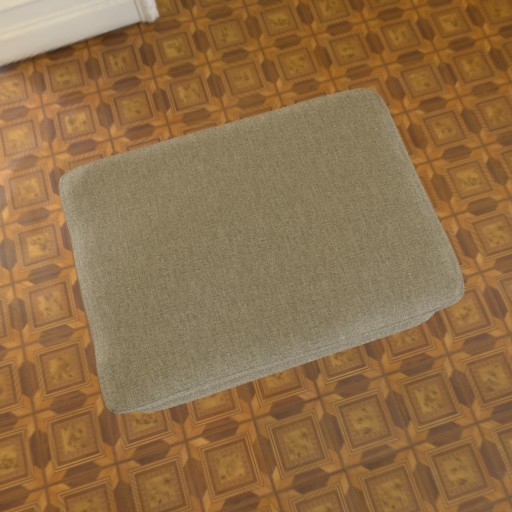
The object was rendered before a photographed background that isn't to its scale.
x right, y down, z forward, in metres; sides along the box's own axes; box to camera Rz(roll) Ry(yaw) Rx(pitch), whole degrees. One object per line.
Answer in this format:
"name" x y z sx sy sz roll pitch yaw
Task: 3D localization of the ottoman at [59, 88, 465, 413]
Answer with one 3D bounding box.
"ottoman" 0.000 0.000 1.247 0.873 0.494 0.639 -17 75 -5
